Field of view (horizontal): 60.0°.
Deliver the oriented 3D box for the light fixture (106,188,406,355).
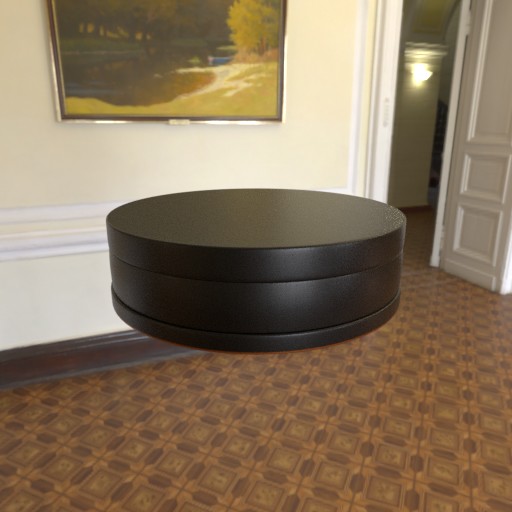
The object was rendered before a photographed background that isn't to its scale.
[{"bbox_3d":[0.000,0.000,0.448,0.283,0.097,0.283,0,17,0],"label":"light fixture"}]
